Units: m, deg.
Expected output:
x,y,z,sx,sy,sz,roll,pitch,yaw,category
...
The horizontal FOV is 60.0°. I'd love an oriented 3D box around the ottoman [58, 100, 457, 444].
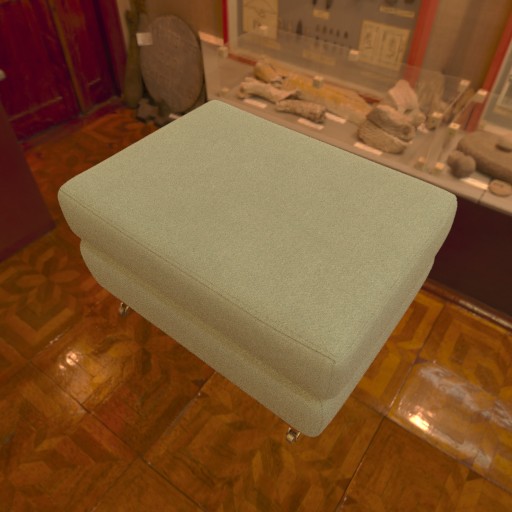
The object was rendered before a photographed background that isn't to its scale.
x,y,z,sx,sy,sz,roll,pitch,yaw,category
0.000,0.000,1.149,0.773,0.499,0.569,29,53,25,ottoman
